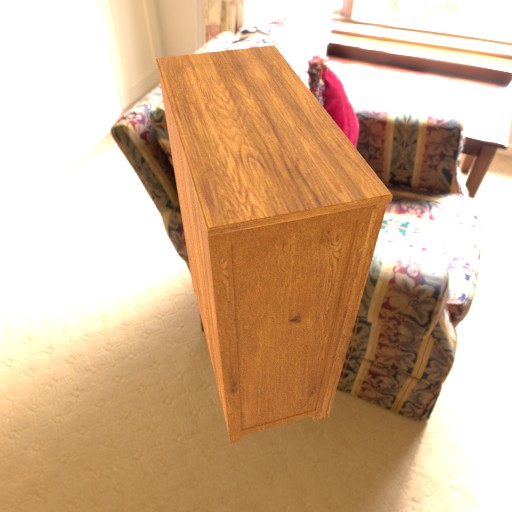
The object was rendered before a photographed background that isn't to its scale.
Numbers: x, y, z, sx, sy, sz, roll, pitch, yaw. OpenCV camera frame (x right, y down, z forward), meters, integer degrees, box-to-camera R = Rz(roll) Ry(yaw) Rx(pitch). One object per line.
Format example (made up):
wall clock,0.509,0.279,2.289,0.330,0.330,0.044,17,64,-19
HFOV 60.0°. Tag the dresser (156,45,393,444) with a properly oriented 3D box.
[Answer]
dresser,0.000,0.000,2.034,0.558,1.431,1.081,-11,47,-11
